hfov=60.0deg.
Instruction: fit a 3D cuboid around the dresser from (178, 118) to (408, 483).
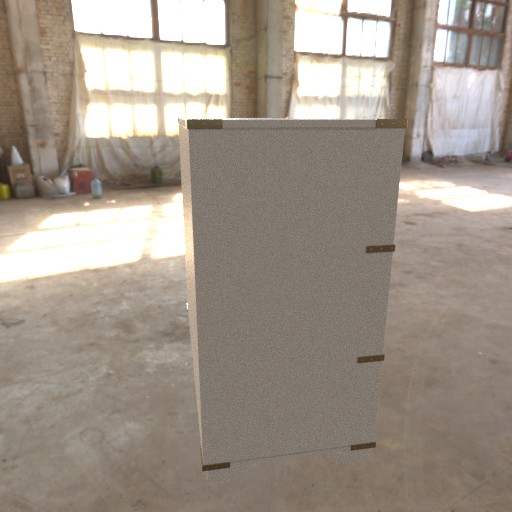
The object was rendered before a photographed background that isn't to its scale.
[{"bbox_3d":[0.000,0.000,1.500,0.460,0.891,1.022,-3,18,-10],"label":"dresser"}]
